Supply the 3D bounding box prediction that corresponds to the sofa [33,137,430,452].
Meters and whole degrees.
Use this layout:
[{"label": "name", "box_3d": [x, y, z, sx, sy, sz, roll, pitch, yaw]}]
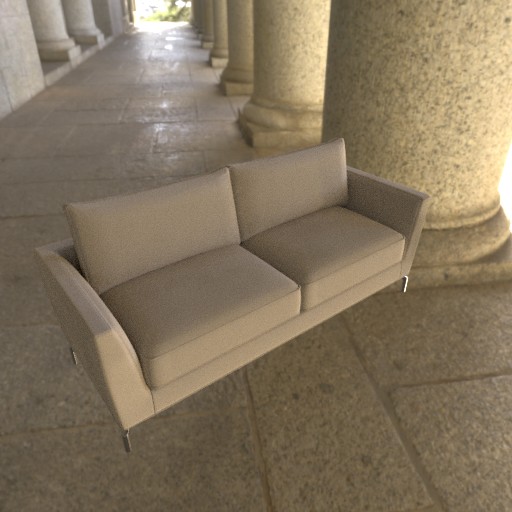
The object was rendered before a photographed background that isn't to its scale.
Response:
[{"label": "sofa", "box_3d": [0.000, 0.000, 2.652, 2.214, 1.005, 0.868, -22, 37, -32]}]
